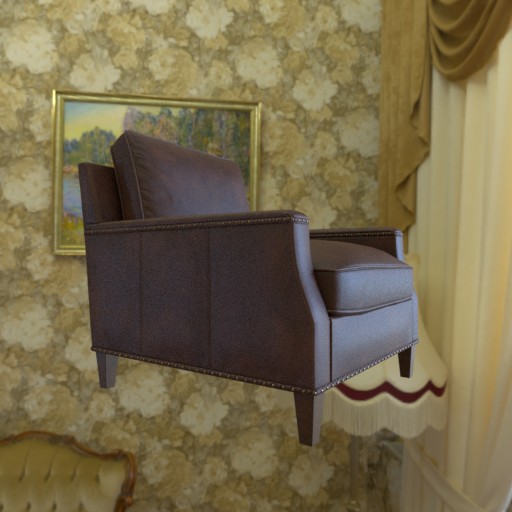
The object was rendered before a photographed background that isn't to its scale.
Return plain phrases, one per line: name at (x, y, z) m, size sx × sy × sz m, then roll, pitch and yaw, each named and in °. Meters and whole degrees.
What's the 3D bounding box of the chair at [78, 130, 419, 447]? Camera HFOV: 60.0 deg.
chair at (0.000, 0.000, 1.662) m, size 1.014 × 0.929 × 0.853 m, roll 0°, pitch -1°, yaw 36°
